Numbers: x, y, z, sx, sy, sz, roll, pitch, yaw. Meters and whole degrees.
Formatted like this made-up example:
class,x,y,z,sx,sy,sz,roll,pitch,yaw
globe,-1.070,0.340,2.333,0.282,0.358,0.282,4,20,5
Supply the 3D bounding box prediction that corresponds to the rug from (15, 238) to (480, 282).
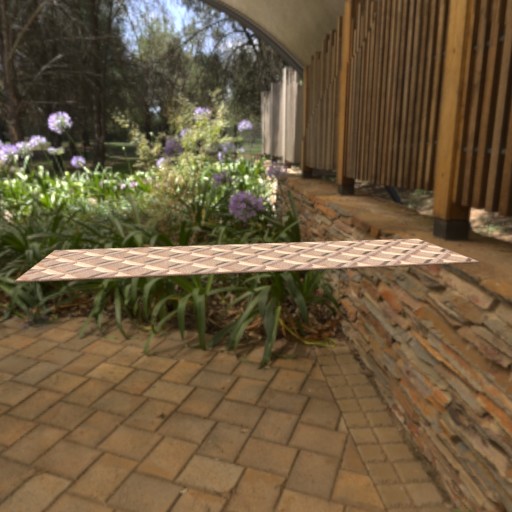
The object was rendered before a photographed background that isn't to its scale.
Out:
class,x,y,z,sx,sy,sz,roll,pitch,yaw
rug,0.000,0.000,2.622,2.437,0.013,0.685,-2,13,-9
